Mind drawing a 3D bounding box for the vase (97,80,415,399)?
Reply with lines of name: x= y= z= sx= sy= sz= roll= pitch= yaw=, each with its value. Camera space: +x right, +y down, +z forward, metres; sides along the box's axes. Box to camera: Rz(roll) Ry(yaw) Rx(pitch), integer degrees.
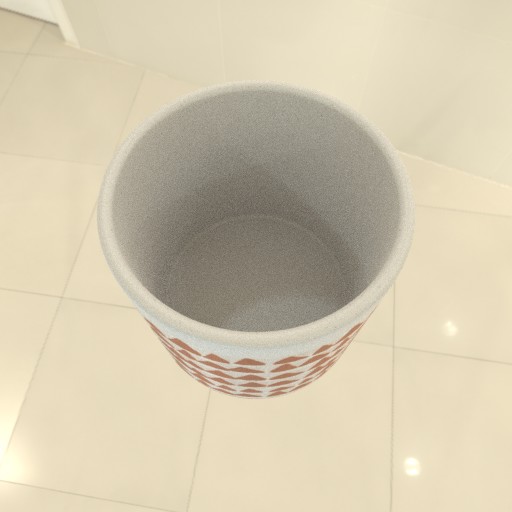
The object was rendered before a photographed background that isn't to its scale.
vase: x=0.000 y=0.000 z=0.247 sx=0.137 sy=0.127 sz=0.137 roll=0 pitch=64 yaw=0
